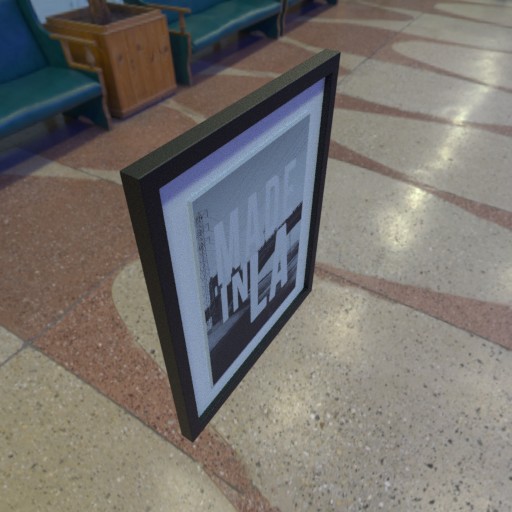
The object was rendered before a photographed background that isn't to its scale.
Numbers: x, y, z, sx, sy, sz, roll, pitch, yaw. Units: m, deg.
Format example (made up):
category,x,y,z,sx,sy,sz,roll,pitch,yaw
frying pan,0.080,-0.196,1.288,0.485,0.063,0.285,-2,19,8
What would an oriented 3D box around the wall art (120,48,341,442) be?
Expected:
category,x,y,z,sx,sy,sz,roll,pitch,yaw
wall art,0.000,0.000,0.766,0.028,0.559,0.457,24,47,24
